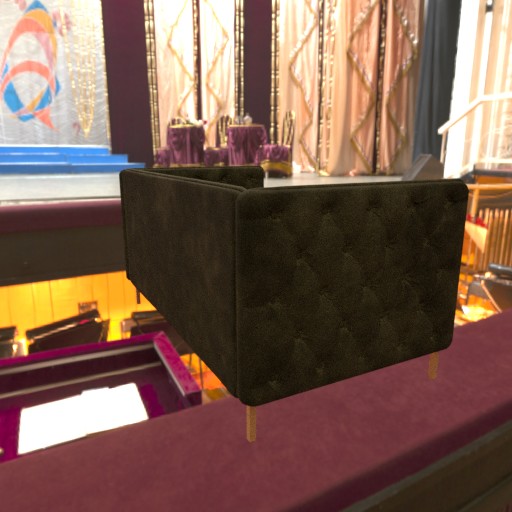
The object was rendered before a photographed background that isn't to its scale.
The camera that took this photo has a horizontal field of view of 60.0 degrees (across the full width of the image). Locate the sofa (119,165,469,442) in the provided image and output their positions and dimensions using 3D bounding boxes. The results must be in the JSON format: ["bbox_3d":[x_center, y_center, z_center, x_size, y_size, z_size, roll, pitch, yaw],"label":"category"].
[{"bbox_3d":[0.000,0.000,2.048,0.895,0.768,1.537,-7,15,-27],"label":"sofa"}]
